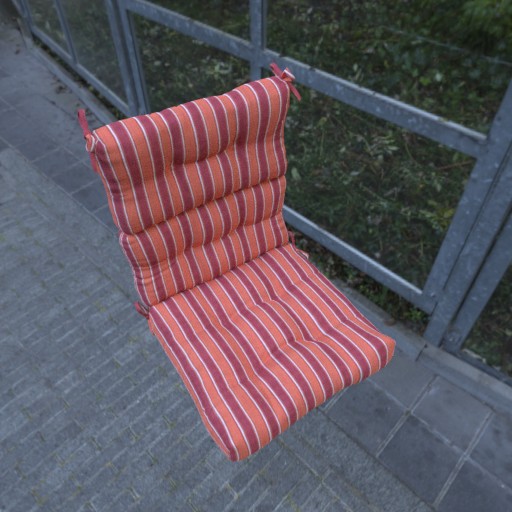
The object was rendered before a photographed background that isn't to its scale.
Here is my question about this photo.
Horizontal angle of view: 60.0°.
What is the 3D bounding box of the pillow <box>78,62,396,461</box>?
[{"bbox_3d":[0.000,0.000,0.996,0.519,0.605,0.571,-25,51,-22],"label":"pillow"}]
